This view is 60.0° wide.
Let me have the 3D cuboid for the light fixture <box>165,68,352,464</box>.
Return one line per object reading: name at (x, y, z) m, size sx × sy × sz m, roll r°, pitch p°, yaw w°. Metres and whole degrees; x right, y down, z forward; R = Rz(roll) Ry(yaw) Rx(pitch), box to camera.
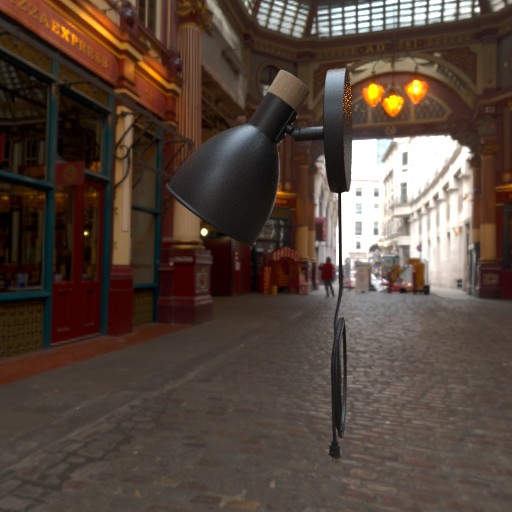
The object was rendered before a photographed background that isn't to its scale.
light fixture at (0.000, 0.000, 0.491) m, size 0.203 × 0.401 × 0.127 m, roll 0°, pitch -1°, yaw 16°
